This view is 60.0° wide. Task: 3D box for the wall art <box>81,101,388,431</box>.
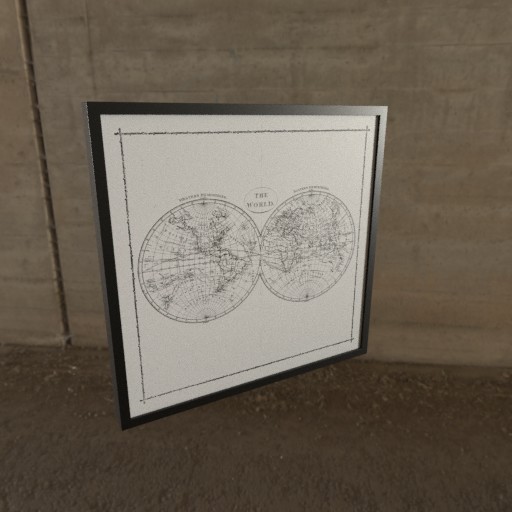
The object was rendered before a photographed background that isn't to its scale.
[{"bbox_3d":[0.000,0.000,0.492,0.327,0.318,0.029,-9,20,-27],"label":"wall art"}]
